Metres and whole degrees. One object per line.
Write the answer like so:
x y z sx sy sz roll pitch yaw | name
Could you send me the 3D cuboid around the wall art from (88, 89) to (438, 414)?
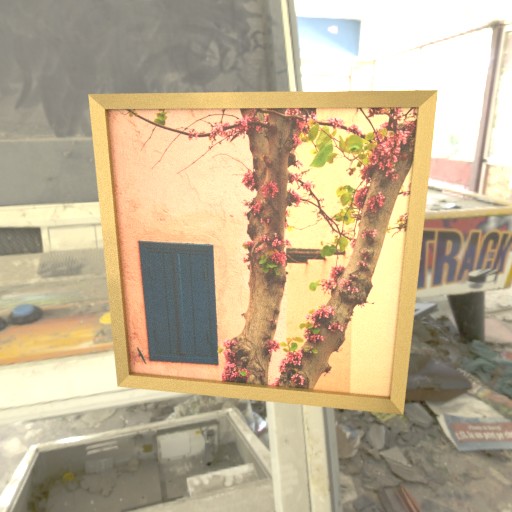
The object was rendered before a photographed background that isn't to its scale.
0.000 0.000 0.442 0.304 0.305 0.038 3 16 9 | wall art
